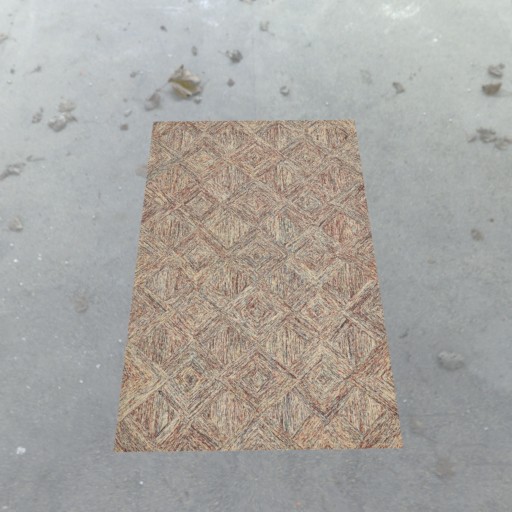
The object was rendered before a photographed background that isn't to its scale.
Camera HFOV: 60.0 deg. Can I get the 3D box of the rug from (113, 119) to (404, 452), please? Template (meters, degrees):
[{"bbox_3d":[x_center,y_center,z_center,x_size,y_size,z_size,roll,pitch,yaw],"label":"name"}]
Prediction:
[{"bbox_3d":[0.000,0.000,2.840,1.523,0.019,2.285,-1,63,0],"label":"rug"}]
